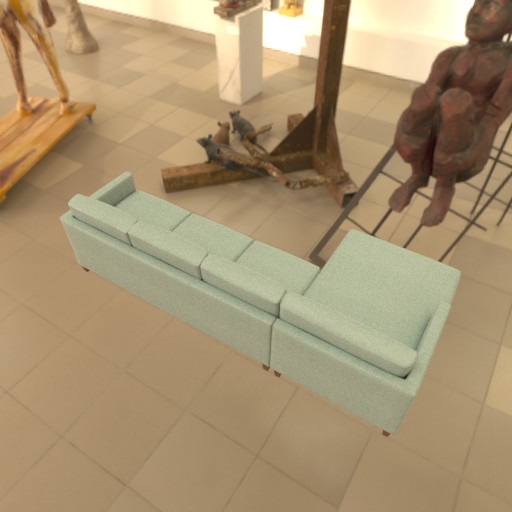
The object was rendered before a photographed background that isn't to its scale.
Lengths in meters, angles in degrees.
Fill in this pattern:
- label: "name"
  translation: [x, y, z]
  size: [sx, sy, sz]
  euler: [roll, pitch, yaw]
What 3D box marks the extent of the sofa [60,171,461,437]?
- label: "sofa"
  translation: [0.000, 0.000, 4.216]
  size: [3.470, 0.953, 1.600]
  euler: [24, 50, 22]
